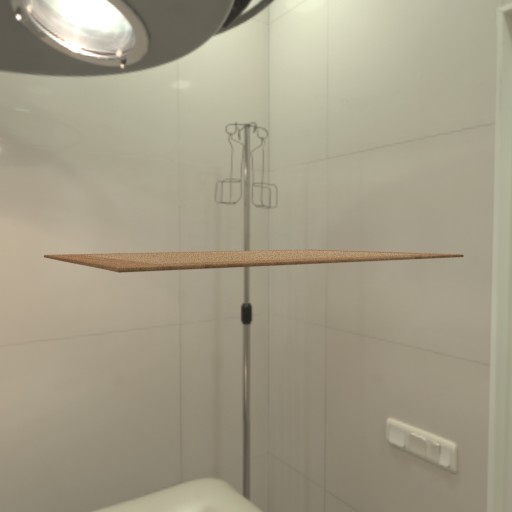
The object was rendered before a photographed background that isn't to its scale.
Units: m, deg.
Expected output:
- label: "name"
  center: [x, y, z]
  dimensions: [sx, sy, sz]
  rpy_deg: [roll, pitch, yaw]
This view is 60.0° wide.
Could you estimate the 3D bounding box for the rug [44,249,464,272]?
- label: "rug"
  center: [0.000, 0.000, 2.312]
  dimensions: [1.829, 0.014, 1.219]
  rpy_deg: [-2, 3, -35]
